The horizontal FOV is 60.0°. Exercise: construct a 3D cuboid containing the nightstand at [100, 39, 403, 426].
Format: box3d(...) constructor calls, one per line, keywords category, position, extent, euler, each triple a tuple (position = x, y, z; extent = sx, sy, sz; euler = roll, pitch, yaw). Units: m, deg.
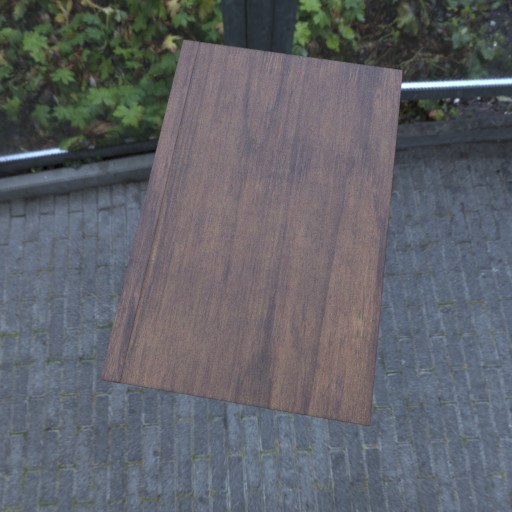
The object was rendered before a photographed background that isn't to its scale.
box3d(category="nightstand", position=(0.000, 0.000, 1.023), extent=(0.437, 0.610, 0.610), euler=(9, 75, 2))
